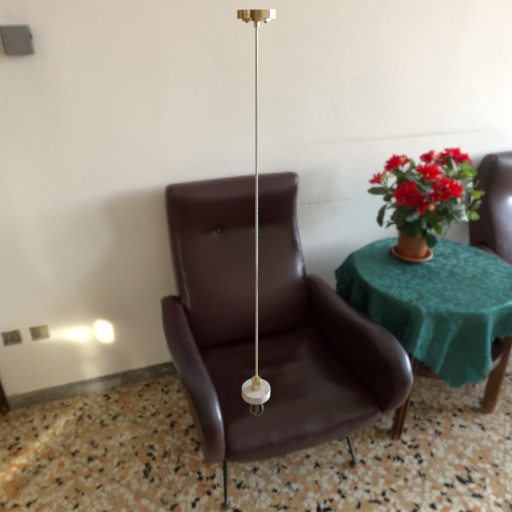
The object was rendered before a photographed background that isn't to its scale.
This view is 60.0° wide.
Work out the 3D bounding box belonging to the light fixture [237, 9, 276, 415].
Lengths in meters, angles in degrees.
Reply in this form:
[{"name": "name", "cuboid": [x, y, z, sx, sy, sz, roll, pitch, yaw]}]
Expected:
[{"name": "light fixture", "cuboid": [0.000, 0.000, 1.721, 0.129, 1.669, 0.129, 18, 32, 32]}]
